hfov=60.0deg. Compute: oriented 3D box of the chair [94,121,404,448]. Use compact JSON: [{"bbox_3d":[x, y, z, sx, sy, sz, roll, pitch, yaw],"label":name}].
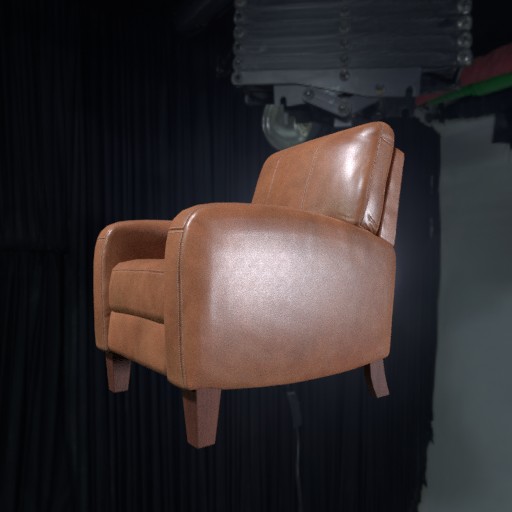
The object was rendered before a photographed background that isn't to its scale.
[{"bbox_3d":[0.000,0.000,1.638,0.990,0.990,0.762,1,-1,-37],"label":"chair"}]
